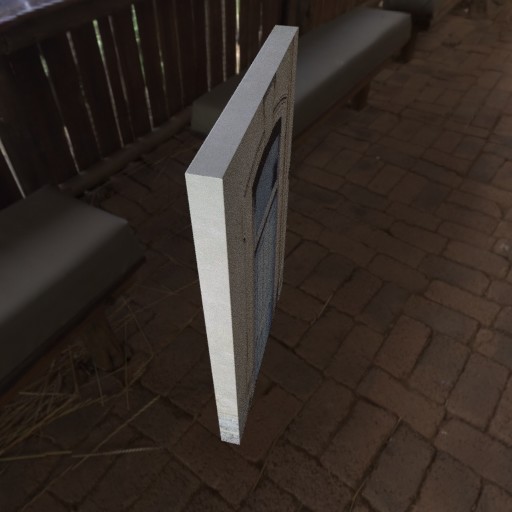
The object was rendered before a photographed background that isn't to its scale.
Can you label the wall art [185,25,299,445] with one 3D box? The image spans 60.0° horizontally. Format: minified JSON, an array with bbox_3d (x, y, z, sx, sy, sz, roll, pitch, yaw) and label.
[{"bbox_3d":[0.000,0.000,0.759,0.036,0.607,0.403,10,46,10],"label":"wall art"}]
